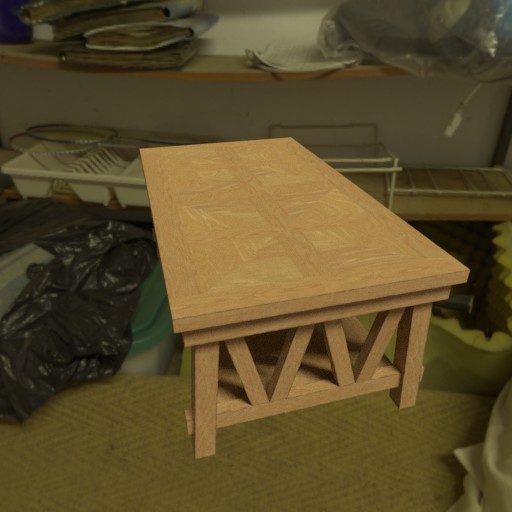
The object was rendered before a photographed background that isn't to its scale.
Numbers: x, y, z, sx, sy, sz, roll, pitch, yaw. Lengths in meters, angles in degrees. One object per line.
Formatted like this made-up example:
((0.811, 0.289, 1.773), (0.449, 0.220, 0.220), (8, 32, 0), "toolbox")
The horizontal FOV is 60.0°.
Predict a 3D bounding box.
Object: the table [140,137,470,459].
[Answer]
((0.000, 0.000, 1.638), (0.711, 0.507, 1.270), (-8, 31, -14), "table")
